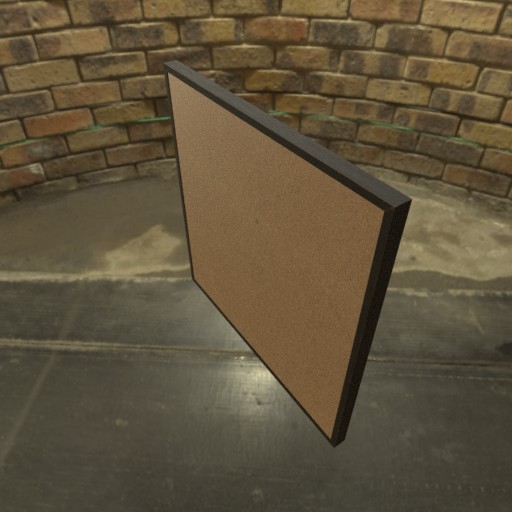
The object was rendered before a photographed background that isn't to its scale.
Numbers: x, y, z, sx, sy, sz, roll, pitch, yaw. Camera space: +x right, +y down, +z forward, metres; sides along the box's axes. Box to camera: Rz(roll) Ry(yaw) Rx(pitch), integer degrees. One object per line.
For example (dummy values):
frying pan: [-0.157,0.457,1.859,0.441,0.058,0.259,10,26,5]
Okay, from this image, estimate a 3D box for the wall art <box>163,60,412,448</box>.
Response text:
wall art: [0.000,0.000,1.140,0.038,0.762,0.762,-25,47,-25]
